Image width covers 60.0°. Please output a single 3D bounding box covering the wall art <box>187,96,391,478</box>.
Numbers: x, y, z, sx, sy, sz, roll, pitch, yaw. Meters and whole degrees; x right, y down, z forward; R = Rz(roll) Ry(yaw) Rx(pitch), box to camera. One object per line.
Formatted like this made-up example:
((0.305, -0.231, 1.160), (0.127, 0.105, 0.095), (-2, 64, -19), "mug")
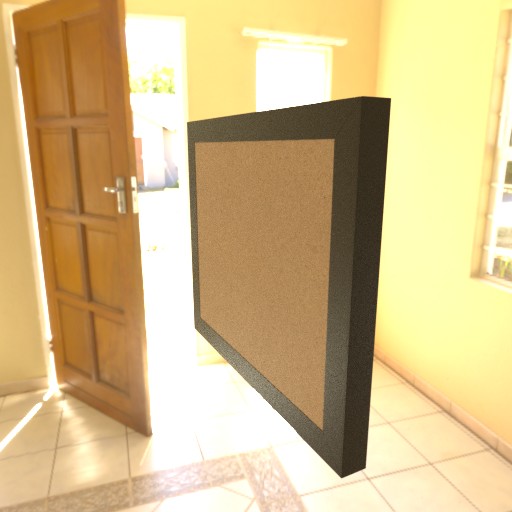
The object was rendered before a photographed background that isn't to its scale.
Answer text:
((0.000, 0.000, 0.525), (0.028, 0.321, 0.381), (-7, 15, -27), "wall art")
